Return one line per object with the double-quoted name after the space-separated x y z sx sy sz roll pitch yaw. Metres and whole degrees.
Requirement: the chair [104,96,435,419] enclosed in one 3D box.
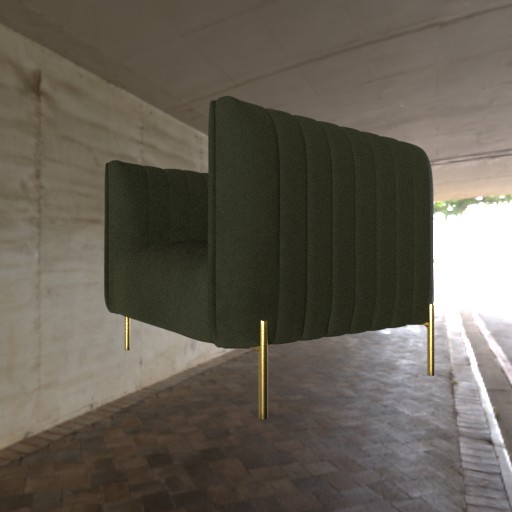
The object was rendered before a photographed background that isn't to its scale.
0.000 0.000 1.666 0.877 0.794 1.032 0 0 -35 "chair"
